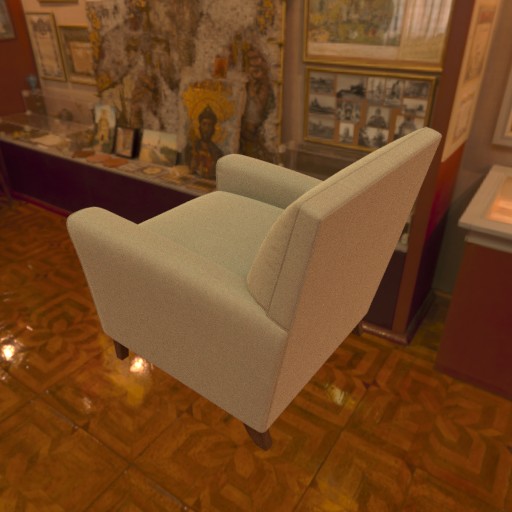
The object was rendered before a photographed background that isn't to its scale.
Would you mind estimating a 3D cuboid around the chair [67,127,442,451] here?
[{"bbox_3d":[0.000,0.000,1.528,0.871,0.846,0.840,20,35,31],"label":"chair"}]
